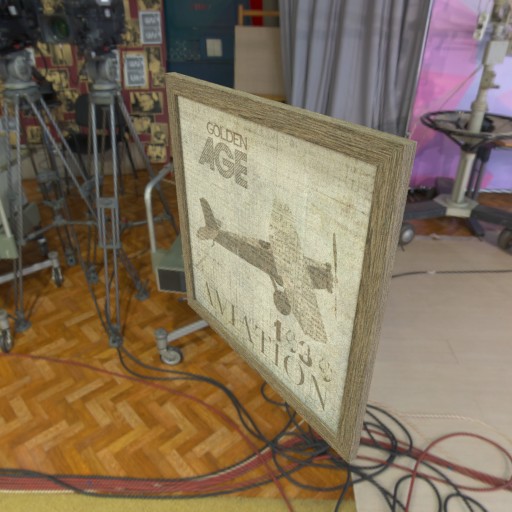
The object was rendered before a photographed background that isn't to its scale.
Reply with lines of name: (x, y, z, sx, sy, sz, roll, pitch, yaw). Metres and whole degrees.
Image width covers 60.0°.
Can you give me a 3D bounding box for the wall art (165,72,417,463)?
wall art: (0.000, 0.000, 0.740, 0.019, 0.508, 0.508, -21, 37, -31)
